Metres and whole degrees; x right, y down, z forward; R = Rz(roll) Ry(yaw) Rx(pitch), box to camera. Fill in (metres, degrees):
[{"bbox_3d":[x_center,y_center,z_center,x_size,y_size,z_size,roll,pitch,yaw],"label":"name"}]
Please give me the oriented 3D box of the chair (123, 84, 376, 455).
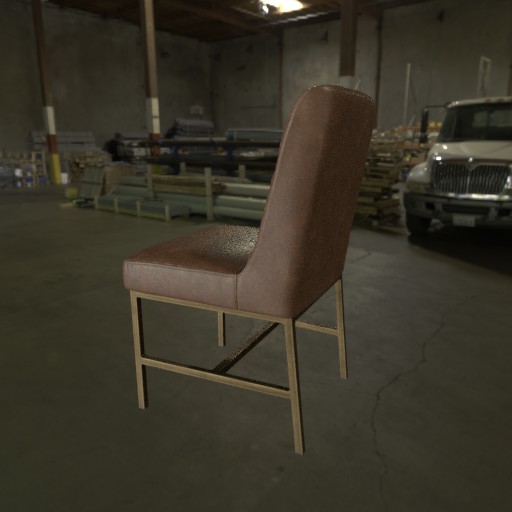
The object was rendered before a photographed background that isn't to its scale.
[{"bbox_3d":[0.000,0.000,1.300,0.587,0.889,0.508,7,16,26],"label":"chair"}]
